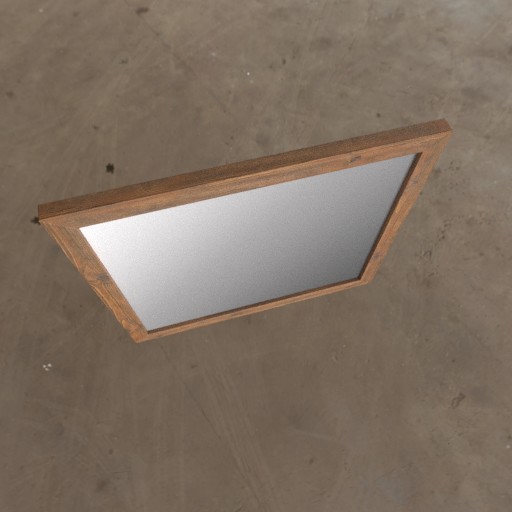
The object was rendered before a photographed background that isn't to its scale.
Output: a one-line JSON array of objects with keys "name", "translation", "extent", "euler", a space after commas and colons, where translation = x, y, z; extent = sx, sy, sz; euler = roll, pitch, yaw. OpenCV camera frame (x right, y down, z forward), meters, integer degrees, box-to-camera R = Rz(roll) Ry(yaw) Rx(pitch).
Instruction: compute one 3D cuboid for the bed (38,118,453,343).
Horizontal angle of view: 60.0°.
[{"name": "bed", "translation": [0.000, 0.000, 1.505], "extent": [1.046, 0.942, 0.046], "euler": [-14, 63, -7]}]
